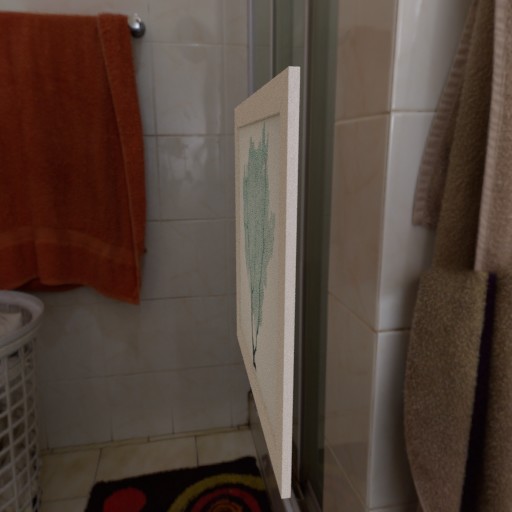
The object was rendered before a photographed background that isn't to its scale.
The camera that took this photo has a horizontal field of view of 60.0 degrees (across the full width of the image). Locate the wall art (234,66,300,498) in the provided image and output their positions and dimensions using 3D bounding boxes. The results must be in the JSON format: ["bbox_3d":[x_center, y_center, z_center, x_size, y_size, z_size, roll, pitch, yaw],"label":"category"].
[{"bbox_3d":[0.000,0.000,0.841,0.015,0.577,0.572,-2,14,-9],"label":"wall art"}]
